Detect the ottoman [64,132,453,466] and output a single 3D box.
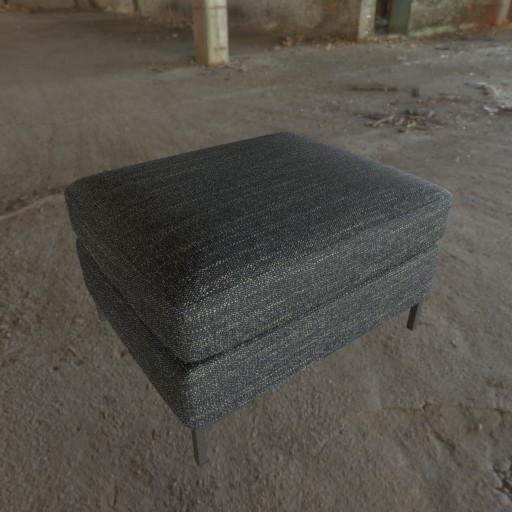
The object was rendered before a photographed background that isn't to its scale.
[{"bbox_3d":[0.000,0.000,1.238,0.814,0.491,0.667,-21,38,-30],"label":"ottoman"}]
